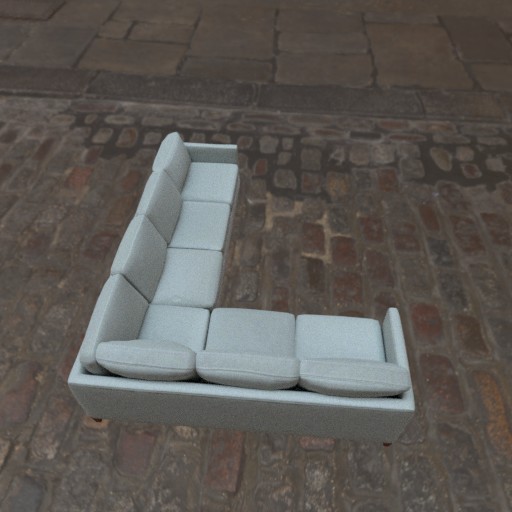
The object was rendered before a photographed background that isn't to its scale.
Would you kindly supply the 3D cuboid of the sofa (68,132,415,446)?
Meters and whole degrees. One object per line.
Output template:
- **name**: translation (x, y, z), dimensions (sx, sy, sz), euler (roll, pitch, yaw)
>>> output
- **sofa**: translation (0.000, 0.000, 4.482), dimensions (2.592, 0.947, 3.301), euler (3, 47, 3)
